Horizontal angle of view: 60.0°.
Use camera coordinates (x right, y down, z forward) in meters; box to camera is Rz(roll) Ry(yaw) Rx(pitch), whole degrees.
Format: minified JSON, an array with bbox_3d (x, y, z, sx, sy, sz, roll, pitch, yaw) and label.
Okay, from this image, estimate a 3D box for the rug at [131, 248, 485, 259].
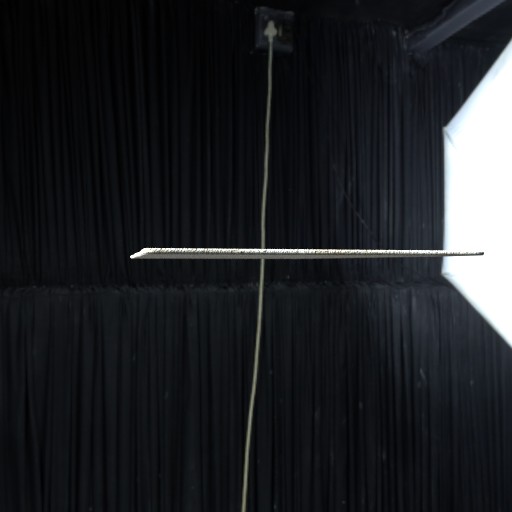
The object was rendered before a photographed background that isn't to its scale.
[{"bbox_3d":[0.000,0.000,3.401,1.798,0.025,2.698,0,-1,-17],"label":"rug"}]
